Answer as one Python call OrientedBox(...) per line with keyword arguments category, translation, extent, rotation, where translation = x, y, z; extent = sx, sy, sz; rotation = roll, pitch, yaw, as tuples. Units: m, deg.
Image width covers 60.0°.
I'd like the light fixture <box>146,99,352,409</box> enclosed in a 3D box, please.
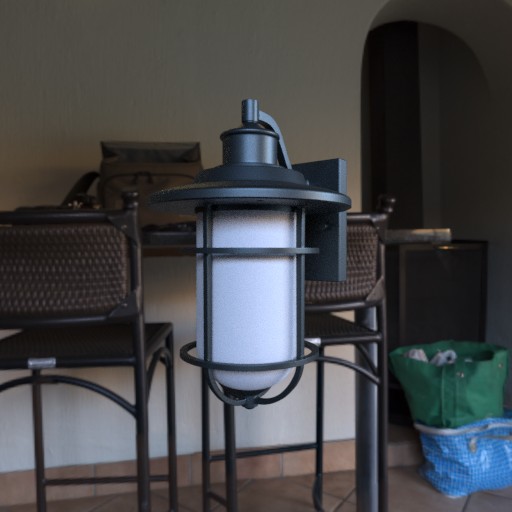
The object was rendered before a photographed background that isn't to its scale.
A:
OrientedBox(category="light fixture", translation=(0.000, 0.000, 0.507), extent=(0.222, 0.345, 0.252), rotation=(1, 1, 37))
